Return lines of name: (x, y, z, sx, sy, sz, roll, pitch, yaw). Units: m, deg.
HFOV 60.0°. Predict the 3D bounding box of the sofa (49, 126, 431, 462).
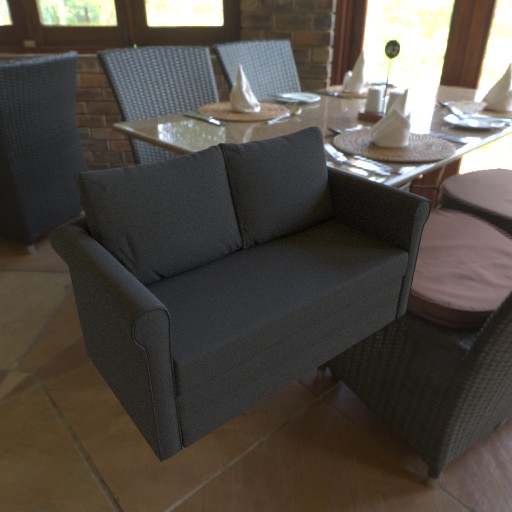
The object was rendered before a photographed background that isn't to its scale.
sofa: (0.000, 0.000, 1.935, 1.460, 0.872, 0.741, -21, 35, -33)
